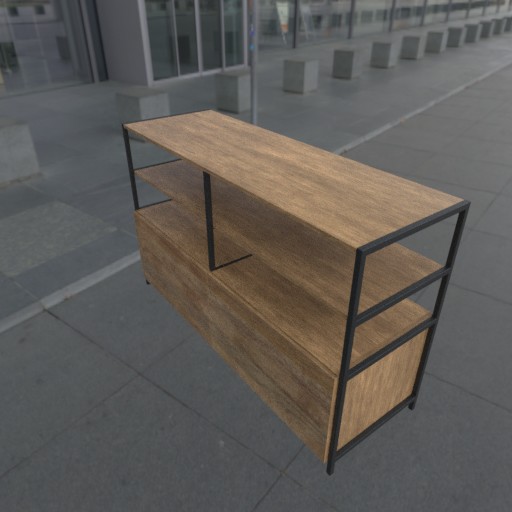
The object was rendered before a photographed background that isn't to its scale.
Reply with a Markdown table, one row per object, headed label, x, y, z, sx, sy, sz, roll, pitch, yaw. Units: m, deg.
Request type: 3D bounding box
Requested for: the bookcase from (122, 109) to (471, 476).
| label | x | y | z | sx | sy | sz | roll | pitch | yaw |
| --- | --- | --- | --- | --- | --- | --- | --- | --- | --- |
| bookcase | 0.000 | 0.000 | 1.507 | 0.391 | 0.712 | 1.149 | -21 | 37 | -31 |
